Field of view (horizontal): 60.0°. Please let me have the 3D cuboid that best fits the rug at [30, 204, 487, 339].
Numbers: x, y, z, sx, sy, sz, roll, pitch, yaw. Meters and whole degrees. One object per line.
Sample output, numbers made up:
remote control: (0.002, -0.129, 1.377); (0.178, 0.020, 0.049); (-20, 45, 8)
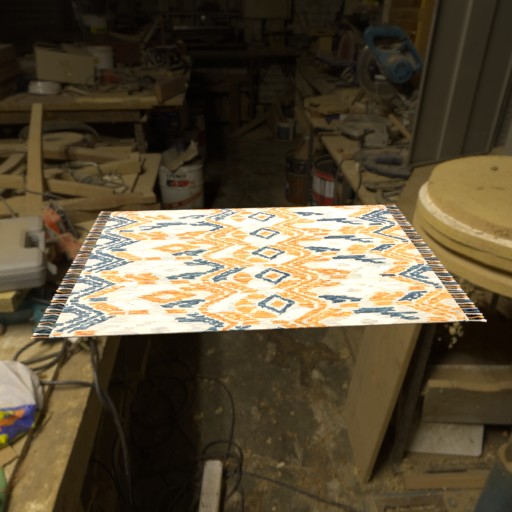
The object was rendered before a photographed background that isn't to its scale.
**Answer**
rug: (0.000, 0.000, 2.994); (2.428, 0.010, 1.533); (-2, 31, -3)
